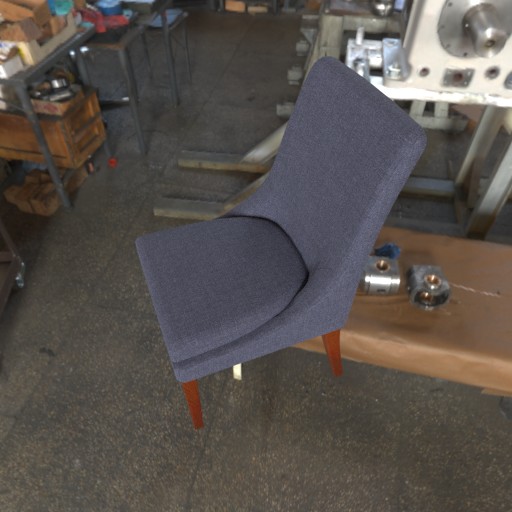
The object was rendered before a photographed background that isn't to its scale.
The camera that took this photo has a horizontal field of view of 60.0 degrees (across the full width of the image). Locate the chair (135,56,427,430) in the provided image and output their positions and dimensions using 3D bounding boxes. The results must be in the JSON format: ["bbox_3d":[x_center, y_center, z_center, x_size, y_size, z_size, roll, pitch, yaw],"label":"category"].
[{"bbox_3d":[0.000,0.000,1.342,0.655,0.952,0.508,-16,49,-15],"label":"chair"}]
